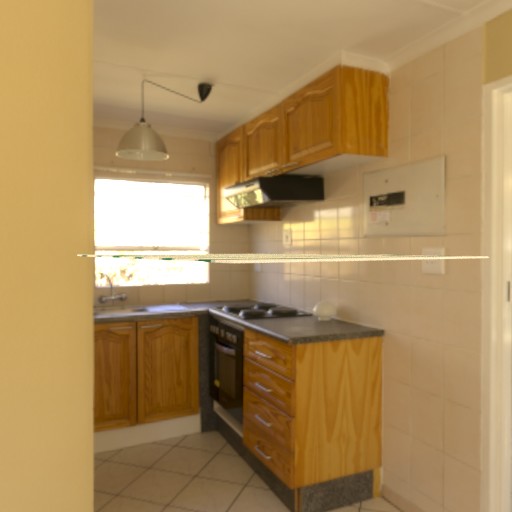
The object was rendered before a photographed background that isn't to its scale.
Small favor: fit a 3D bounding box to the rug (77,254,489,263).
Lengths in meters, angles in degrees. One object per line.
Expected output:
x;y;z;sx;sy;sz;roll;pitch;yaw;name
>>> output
0.000;0.000;4.086;2.434;0.019;3.041;-1;1;-35;rug
